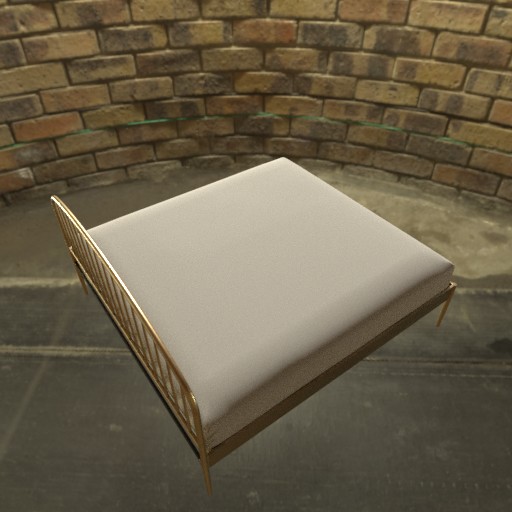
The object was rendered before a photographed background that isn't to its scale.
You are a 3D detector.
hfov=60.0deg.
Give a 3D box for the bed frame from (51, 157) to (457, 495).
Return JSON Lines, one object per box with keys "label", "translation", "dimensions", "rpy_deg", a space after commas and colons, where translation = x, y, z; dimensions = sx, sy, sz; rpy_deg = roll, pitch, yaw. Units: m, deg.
{"label": "bed frame", "translation": [0.000, 0.000, 3.263], "dimensions": [2.152, 1.174, 2.016], "rpy_deg": [-26, 47, -26]}
